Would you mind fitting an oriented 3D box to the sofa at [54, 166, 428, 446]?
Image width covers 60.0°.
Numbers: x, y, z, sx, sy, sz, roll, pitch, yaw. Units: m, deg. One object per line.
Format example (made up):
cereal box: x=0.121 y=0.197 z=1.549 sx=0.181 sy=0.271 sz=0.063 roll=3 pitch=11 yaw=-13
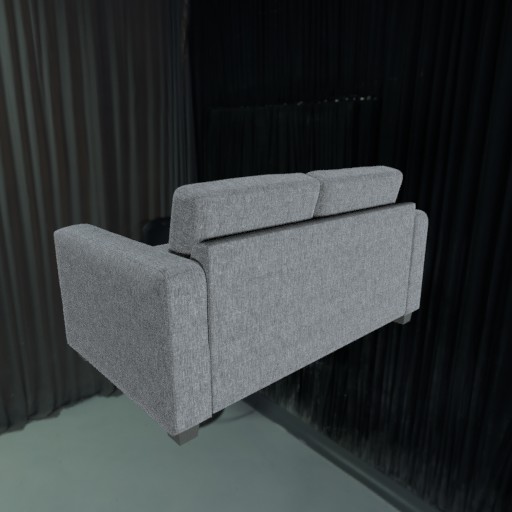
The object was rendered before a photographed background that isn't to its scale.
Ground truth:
sofa: x=0.000 y=0.000 z=2.037 sx=1.520 sy=0.800 sz=0.900 roll=-14 pitch=21 yaw=-41
